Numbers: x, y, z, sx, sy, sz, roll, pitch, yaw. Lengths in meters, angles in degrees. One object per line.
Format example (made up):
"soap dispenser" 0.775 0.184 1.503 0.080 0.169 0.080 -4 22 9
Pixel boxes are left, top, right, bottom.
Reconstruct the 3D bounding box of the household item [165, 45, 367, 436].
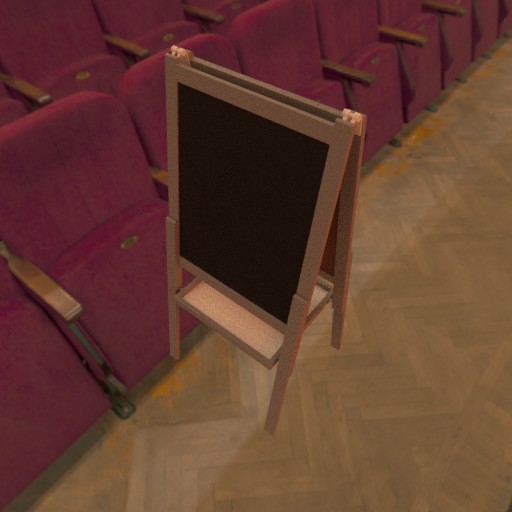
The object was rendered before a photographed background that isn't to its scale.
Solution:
"household item" 0.000 0.000 1.413 0.531 1.172 0.469 31 54 25
